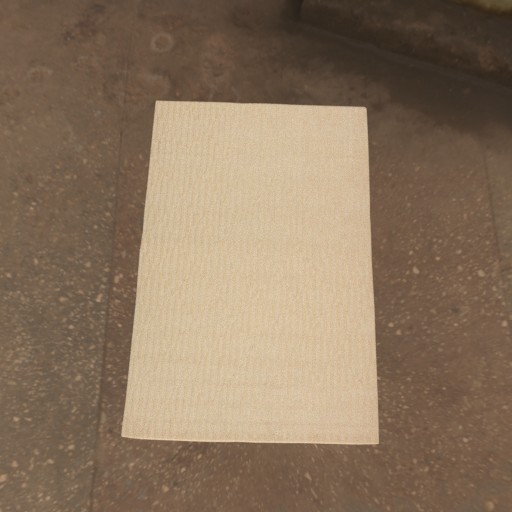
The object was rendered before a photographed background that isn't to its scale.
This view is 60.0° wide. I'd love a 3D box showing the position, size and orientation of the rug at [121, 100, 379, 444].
[{"bbox_3d":[0.000,0.000,2.354,1.238,0.014,1.848,2,75,0],"label":"rug"}]
